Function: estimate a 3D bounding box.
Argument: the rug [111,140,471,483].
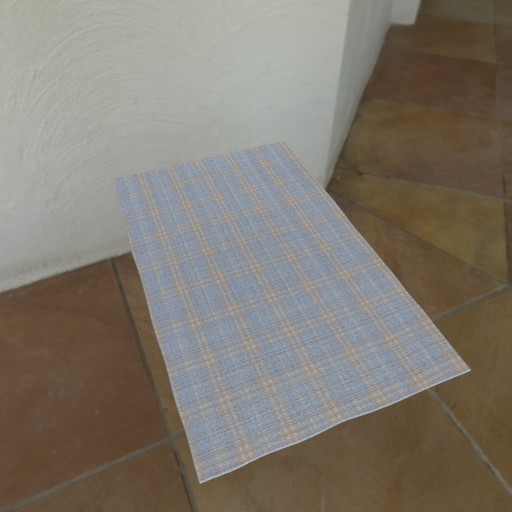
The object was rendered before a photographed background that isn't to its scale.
[{"bbox_3d":[0.000,0.000,2.995,1.545,0.016,2.460,-16,49,-15],"label":"rug"}]
